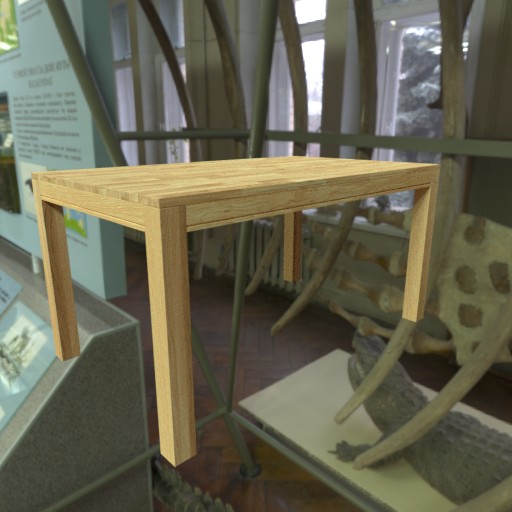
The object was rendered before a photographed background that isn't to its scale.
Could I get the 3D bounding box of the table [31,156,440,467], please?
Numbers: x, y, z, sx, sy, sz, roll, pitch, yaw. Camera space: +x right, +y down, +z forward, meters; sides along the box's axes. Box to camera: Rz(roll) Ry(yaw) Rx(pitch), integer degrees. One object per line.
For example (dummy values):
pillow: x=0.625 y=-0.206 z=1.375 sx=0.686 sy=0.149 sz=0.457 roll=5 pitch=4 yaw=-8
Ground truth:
table: x=0.000 y=0.000 z=1.970 sx=1.500 sy=0.770 sz=0.900 roll=-15 pitch=22 yaw=-42
